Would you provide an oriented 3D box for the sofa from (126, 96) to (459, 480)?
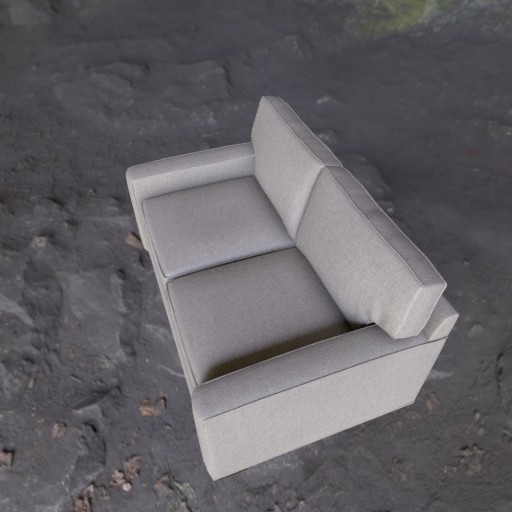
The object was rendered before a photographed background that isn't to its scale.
[{"bbox_3d":[0.000,0.000,2.050,0.940,0.853,1.484,-15,47,-14],"label":"sofa"}]
